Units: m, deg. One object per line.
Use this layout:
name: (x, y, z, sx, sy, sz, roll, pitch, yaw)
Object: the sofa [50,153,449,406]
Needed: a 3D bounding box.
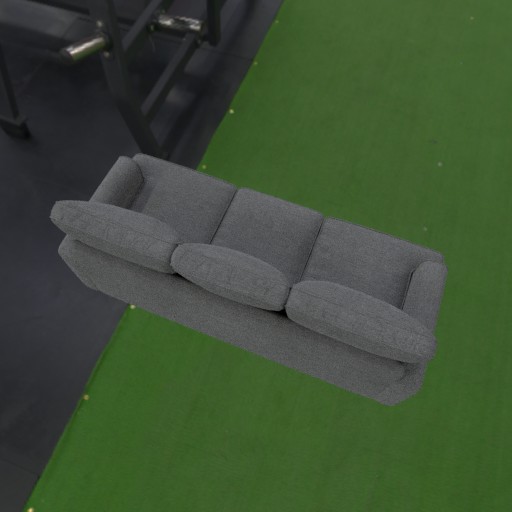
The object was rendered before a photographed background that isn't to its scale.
sofa: (0.000, 0.000, 2.679, 2.158, 0.965, 0.951, 20, 65, 10)
